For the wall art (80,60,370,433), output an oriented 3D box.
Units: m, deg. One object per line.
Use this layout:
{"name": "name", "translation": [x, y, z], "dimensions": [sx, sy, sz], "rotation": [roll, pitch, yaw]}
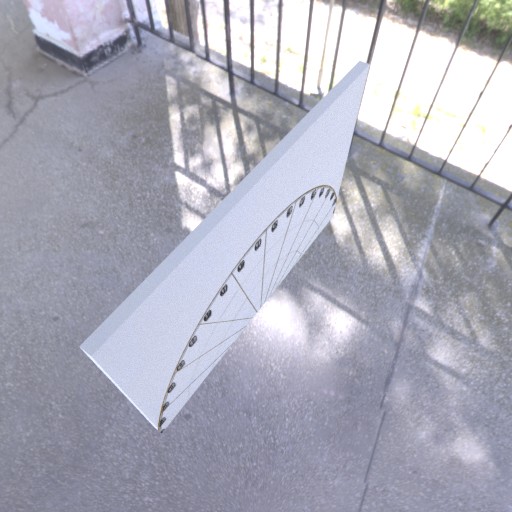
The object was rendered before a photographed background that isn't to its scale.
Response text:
{"name": "wall art", "translation": [0.000, 0.000, 1.440], "dimensions": [0.038, 0.767, 1.144], "rotation": [32, 63, 18]}
